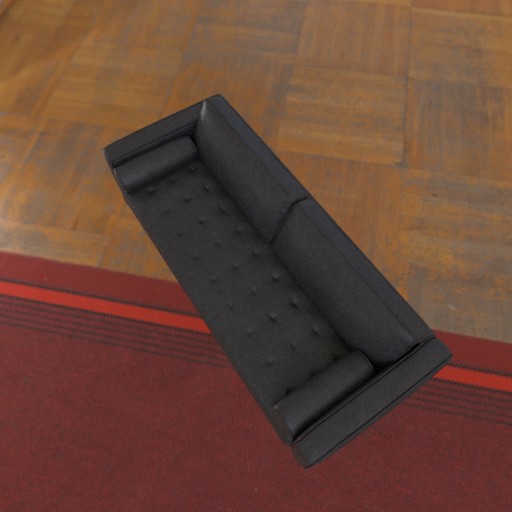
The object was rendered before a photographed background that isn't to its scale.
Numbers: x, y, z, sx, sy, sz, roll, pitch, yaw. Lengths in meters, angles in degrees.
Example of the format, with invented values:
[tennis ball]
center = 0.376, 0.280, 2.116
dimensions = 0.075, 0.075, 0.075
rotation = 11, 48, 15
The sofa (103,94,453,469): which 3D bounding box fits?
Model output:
[sofa]
center = 0.000, 0.000, 2.627
dimensions = 0.914, 0.762, 2.210
rotation = -31, 66, -15
